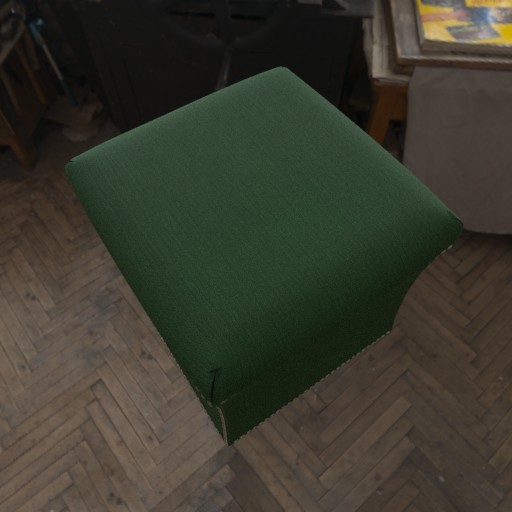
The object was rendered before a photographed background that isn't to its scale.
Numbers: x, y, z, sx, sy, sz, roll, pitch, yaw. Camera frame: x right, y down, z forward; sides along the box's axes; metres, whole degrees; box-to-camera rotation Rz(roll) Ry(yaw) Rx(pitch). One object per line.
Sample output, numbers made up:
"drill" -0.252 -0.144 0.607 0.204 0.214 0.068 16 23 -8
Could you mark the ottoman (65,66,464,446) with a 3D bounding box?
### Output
"ottoman" 0.000 0.000 0.900 0.497 0.475 0.507 -30 63 -17
